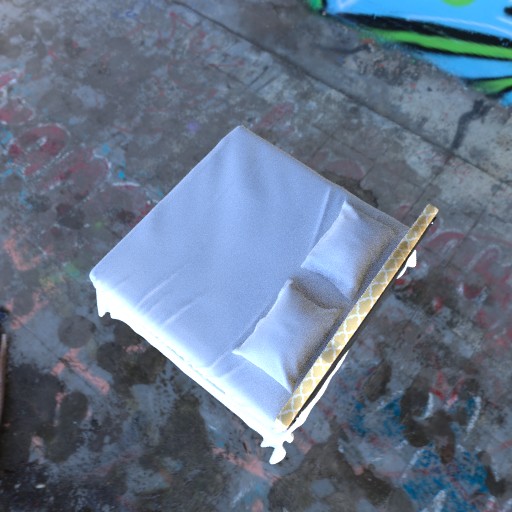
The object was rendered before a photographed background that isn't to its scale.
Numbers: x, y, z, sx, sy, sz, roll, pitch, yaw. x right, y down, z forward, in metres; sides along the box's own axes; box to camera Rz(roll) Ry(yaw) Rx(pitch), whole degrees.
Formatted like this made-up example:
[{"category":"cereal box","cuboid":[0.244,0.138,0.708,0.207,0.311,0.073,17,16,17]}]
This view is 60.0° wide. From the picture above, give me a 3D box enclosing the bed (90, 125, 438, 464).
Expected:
[{"category":"bed","cuboid":[0.000,0.000,3.665,2.222,1.601,2.314,35,70,15]}]
